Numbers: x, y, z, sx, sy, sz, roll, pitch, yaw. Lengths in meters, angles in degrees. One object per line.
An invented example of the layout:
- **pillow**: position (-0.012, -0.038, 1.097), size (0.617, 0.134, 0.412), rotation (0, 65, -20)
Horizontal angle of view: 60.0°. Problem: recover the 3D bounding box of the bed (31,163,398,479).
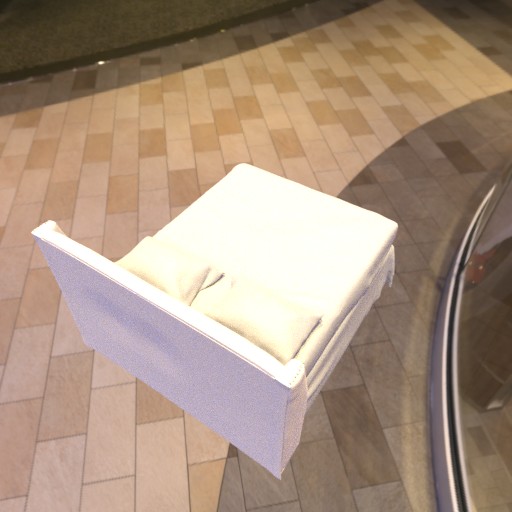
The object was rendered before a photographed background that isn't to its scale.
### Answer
- **bed**: position (0.000, 0.000, 3.516), size (1.925, 1.332, 2.276), rotation (26, 51, 23)
